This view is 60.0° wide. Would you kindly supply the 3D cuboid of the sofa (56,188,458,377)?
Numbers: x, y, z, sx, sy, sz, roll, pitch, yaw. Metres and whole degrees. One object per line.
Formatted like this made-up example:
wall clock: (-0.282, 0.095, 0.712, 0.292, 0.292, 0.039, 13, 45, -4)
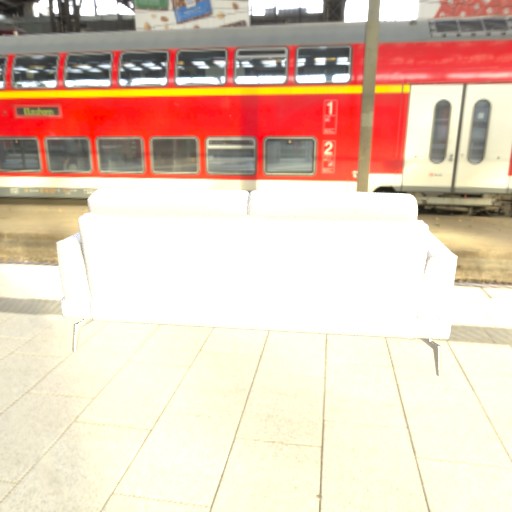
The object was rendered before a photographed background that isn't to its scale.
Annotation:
sofa: (0.000, 0.000, 2.831, 2.177, 0.930, 1.121, 2, 16, 7)
